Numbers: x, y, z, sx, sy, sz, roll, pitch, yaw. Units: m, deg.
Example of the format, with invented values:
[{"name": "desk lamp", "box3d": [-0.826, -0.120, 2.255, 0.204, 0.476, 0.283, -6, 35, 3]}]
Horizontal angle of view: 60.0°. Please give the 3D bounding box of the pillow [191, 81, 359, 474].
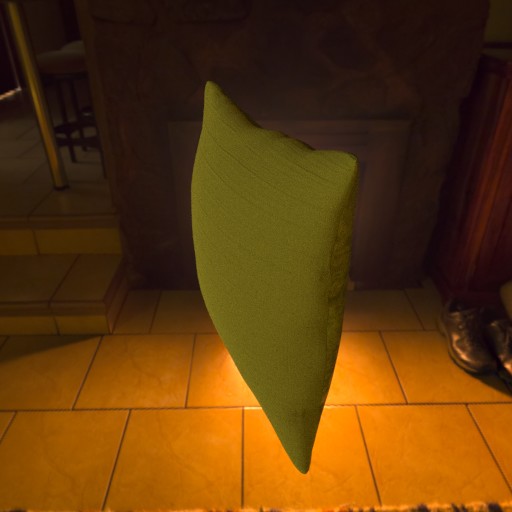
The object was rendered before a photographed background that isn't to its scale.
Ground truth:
[{"name": "pillow", "box3d": [0.000, 0.000, 0.705, 0.175, 0.464, 0.470, -11, 33, -18]}]
